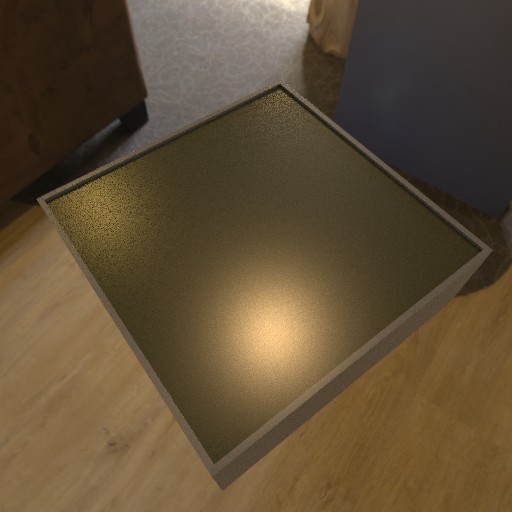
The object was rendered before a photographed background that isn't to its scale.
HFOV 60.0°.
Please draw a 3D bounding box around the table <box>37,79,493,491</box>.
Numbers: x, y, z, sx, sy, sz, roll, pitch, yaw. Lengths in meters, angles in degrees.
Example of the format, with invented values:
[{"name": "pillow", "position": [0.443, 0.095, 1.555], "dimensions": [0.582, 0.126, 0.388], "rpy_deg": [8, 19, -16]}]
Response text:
[{"name": "table", "position": [0.000, 0.000, 1.217], "dimensions": [0.801, 0.299, 0.801], "rpy_deg": [-33, 63, -19]}]
